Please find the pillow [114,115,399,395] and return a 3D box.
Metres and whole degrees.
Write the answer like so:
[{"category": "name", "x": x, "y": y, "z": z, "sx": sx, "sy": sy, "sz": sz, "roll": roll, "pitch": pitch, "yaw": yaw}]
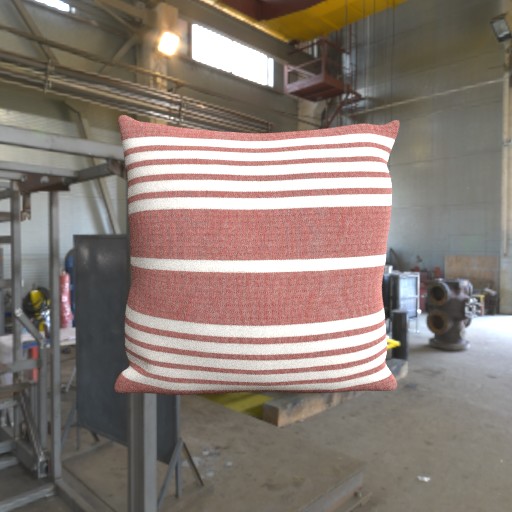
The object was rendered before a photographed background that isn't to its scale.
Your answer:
[{"category": "pillow", "x": 0.000, "y": 0.000, "z": 0.678, "sx": 0.439, "sy": 0.427, "sz": 0.182, "roll": 0, "pitch": 2, "yaw": 0}]
